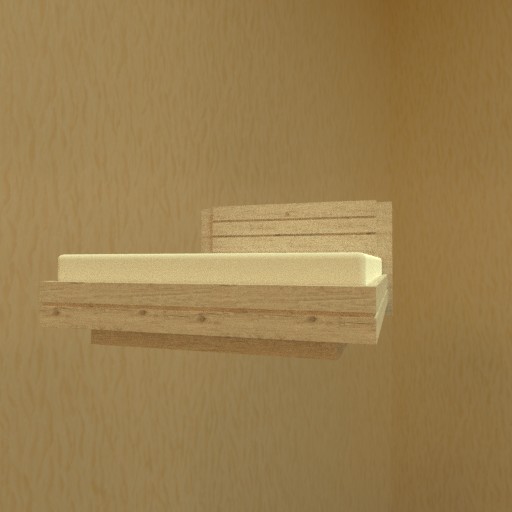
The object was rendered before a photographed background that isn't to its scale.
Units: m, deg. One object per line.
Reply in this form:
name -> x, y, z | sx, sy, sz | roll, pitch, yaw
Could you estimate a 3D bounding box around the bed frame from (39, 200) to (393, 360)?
bed frame -> 0.000, 0.000, 3.015 | 1.750, 0.970, 2.080 | 0, -1, 18
